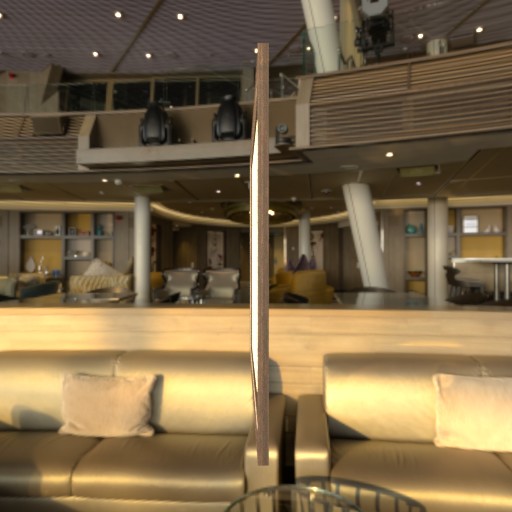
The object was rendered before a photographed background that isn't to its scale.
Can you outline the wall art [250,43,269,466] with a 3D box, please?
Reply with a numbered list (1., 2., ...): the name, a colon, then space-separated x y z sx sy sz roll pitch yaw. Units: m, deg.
1. wall art: 0.000 0.000 1.434 0.023 0.875 1.033 0 -1 -2
